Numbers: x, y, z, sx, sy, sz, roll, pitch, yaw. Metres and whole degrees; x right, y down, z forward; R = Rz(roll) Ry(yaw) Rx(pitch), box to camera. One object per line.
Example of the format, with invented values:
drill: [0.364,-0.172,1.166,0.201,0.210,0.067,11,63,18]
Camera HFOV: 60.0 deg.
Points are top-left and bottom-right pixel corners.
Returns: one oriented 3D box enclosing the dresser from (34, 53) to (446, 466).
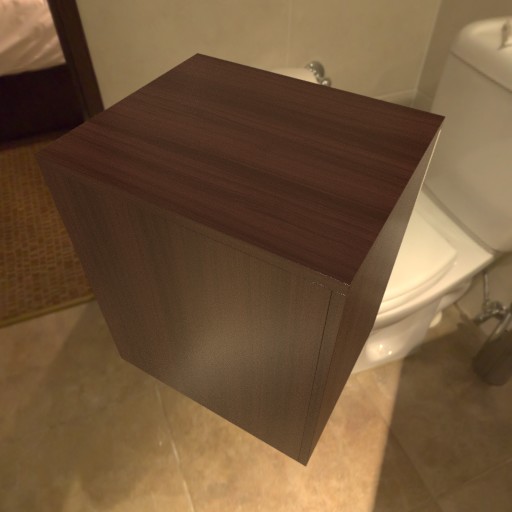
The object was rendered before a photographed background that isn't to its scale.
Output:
dresser: [0.000,0.000,0.734,0.400,0.470,0.360,23,51,20]
